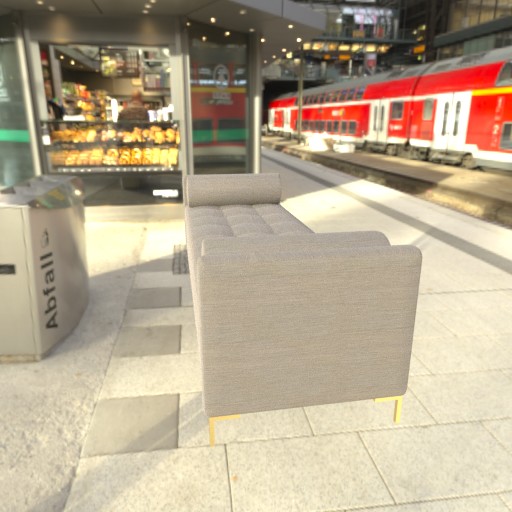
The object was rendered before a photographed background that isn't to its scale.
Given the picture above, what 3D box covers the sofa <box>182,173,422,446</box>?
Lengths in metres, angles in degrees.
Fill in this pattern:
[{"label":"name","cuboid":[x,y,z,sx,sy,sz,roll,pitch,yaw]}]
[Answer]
[{"label":"sofa","cuboid":[0.000,0.000,2.299,0.686,0.635,1.981,-3,18,-10]}]
